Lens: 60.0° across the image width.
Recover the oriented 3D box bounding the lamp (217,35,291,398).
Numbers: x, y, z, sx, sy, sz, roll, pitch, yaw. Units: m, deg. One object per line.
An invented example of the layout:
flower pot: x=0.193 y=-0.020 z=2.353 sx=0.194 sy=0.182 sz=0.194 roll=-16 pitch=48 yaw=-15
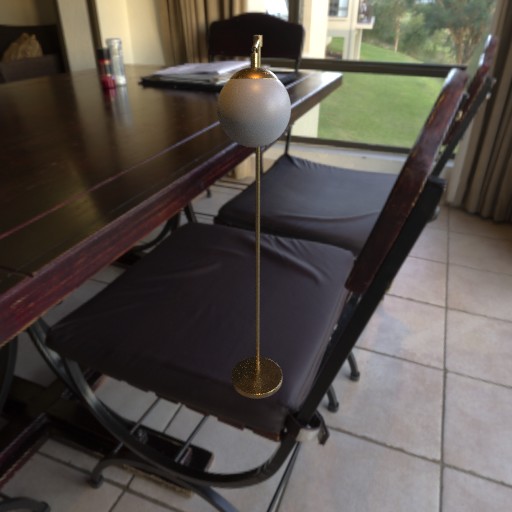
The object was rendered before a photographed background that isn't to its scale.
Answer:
lamp: x=0.000 y=0.000 z=1.709 sx=0.249 sy=1.505 sz=0.476 roll=1 pitch=31 yaw=2
